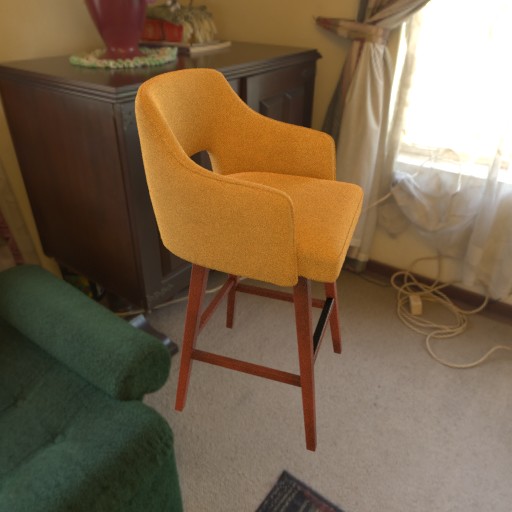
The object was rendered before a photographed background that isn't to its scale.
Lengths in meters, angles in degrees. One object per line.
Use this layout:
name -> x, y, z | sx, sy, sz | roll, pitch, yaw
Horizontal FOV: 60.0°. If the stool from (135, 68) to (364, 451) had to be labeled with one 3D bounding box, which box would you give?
stool -> 0.000, 0.000, 1.352 | 0.558, 1.012, 0.548 | 10, 32, 16
